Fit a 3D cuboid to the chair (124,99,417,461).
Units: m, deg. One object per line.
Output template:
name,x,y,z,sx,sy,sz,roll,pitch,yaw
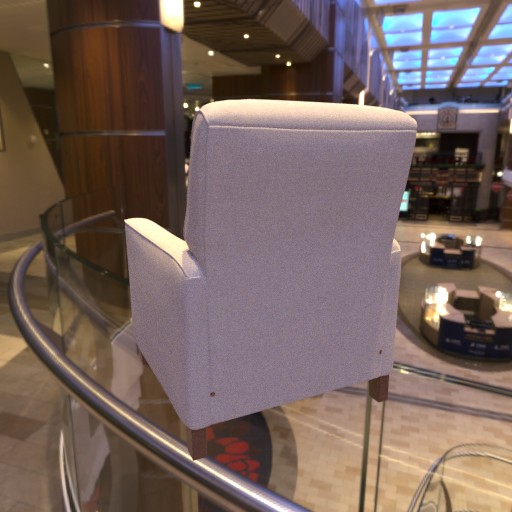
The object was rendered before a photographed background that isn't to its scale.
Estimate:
chair,0.000,0.000,1.647,0.841,1.023,0.858,-7,15,-26
